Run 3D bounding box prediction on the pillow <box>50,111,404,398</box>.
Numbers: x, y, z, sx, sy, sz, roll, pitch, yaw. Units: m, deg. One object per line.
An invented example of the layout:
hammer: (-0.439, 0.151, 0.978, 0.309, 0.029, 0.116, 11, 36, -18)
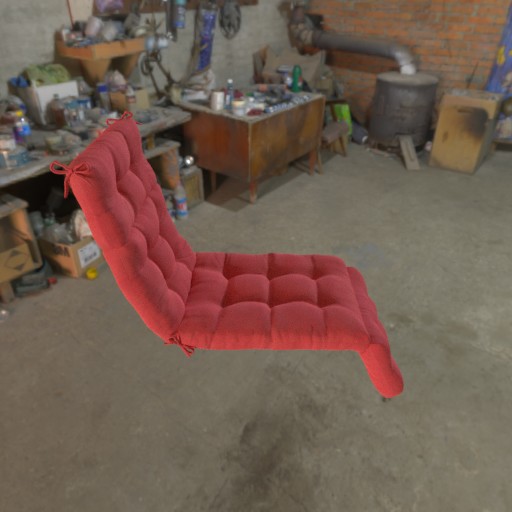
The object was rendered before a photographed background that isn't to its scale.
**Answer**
pillow: (0.000, 0.000, 1.507, 1.016, 0.863, 0.526, 0, 31, 0)
